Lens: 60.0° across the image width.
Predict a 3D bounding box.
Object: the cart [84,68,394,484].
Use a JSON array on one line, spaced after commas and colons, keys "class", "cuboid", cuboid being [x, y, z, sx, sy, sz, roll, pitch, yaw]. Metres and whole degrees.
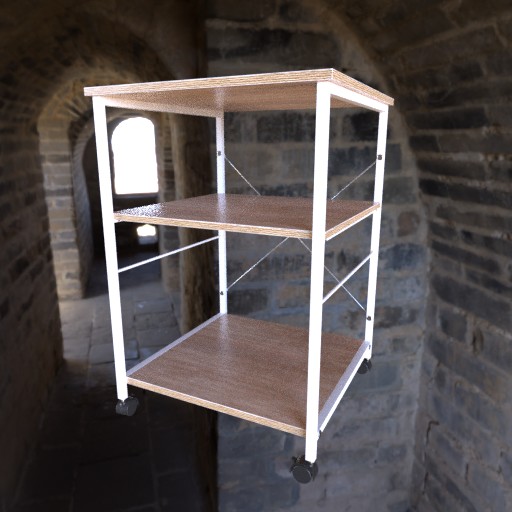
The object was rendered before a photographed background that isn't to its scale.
[{"class": "cart", "cuboid": [0.000, 0.000, 1.103, 0.521, 0.762, 0.520, 7, 16, 26]}]
